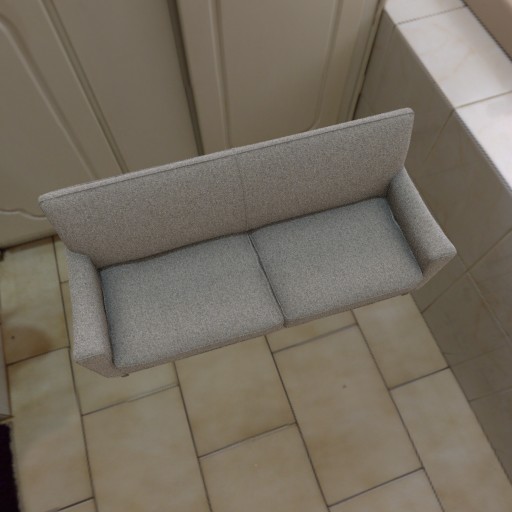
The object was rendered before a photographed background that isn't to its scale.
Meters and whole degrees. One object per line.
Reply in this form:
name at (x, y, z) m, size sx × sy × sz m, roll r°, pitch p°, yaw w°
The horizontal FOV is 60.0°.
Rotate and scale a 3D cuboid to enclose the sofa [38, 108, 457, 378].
sofa at (0.000, 0.000, 2.519) m, size 2.026 × 0.942 × 0.854 m, roll -15°, pitch 66°, yaw -7°
